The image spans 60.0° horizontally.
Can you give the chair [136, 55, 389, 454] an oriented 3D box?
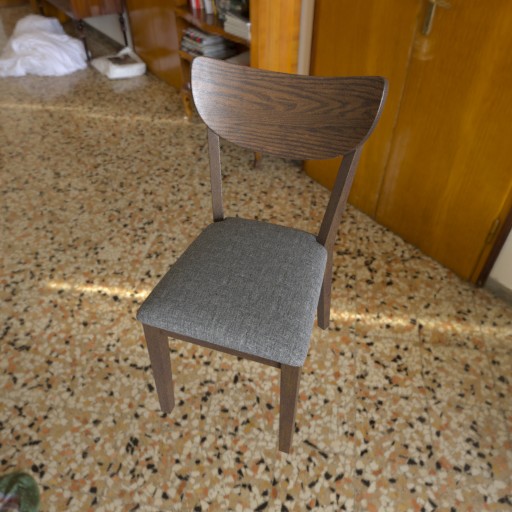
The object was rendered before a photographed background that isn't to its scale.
[{"bbox_3d":[0.000,0.000,1.183,0.491,0.849,0.583,13,43,14],"label":"chair"}]
